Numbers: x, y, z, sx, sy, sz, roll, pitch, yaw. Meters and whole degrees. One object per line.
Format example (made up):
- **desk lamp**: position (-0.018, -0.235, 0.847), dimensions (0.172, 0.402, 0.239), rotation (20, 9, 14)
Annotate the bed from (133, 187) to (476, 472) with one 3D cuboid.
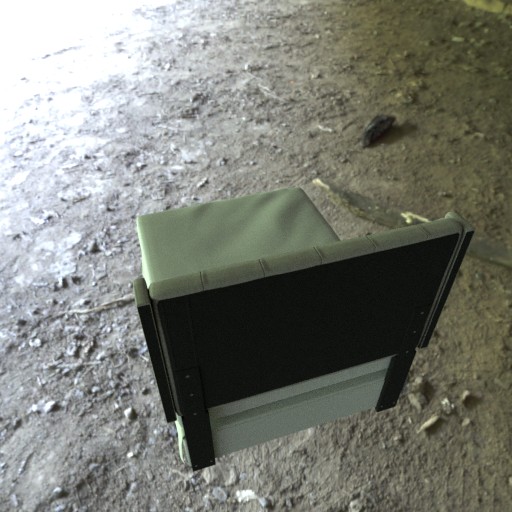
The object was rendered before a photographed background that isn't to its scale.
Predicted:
- **bed**: position (0.000, 0.000, 3.310), dimensions (1.719, 1.665, 2.066), rotation (-12, 43, -14)
